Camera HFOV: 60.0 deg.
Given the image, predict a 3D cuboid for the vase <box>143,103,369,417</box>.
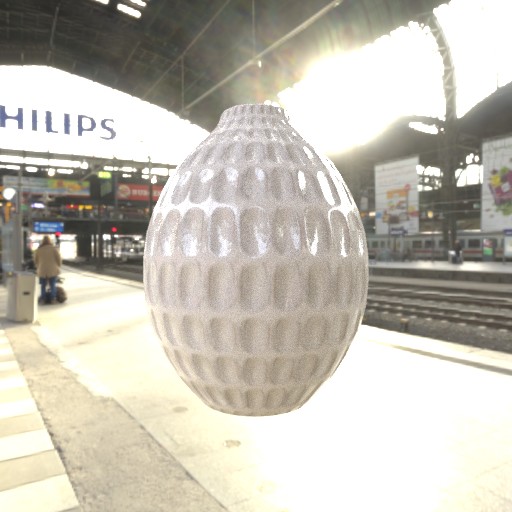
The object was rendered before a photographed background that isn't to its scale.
[{"bbox_3d":[0.000,0.000,0.260,0.128,0.167,0.128,0,1,0],"label":"vase"}]
